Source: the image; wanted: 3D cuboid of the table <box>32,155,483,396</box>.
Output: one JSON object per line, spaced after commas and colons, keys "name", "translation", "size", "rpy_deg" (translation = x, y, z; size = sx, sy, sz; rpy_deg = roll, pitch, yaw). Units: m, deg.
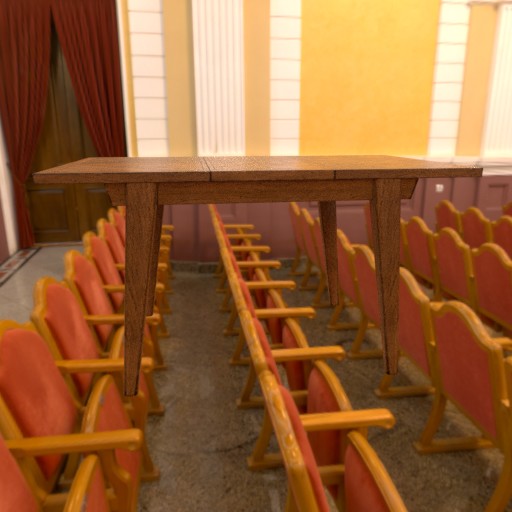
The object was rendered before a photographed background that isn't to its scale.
{"name": "table", "translation": [0.000, 0.000, 1.824], "size": [1.400, 0.760, 0.757], "rpy_deg": [-2, 16, -8]}
